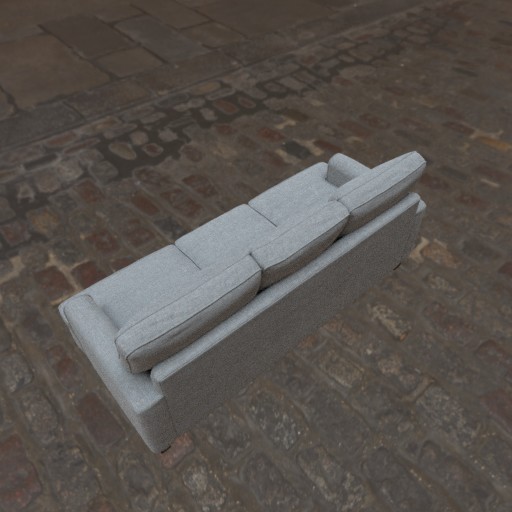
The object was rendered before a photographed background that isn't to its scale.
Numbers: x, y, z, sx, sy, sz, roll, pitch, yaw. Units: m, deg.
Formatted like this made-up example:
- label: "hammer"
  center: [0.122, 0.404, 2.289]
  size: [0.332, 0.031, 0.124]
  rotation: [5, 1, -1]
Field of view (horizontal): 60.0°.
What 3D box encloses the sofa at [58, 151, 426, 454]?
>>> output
- label: "sofa"
  center: [0.000, 0.000, 2.687]
  size: [2.158, 0.965, 0.951]
  rotation: [-32, 54, -27]
